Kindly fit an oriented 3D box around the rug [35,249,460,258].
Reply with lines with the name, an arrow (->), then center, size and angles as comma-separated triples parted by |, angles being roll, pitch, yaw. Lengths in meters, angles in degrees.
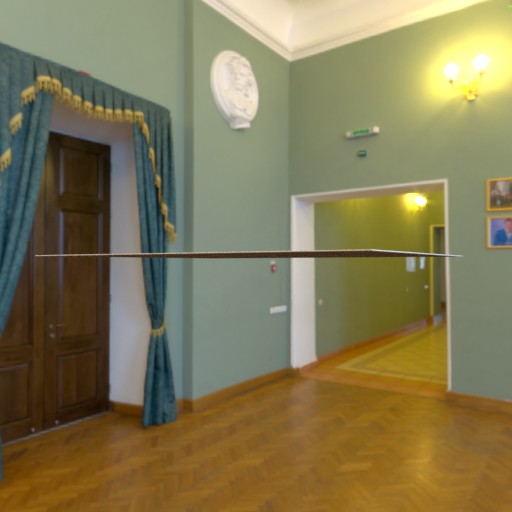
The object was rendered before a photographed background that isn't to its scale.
rug -> 0.000, 0.000, 4.024 | 3.045, 0.008, 2.421 | -1, -1, 35
